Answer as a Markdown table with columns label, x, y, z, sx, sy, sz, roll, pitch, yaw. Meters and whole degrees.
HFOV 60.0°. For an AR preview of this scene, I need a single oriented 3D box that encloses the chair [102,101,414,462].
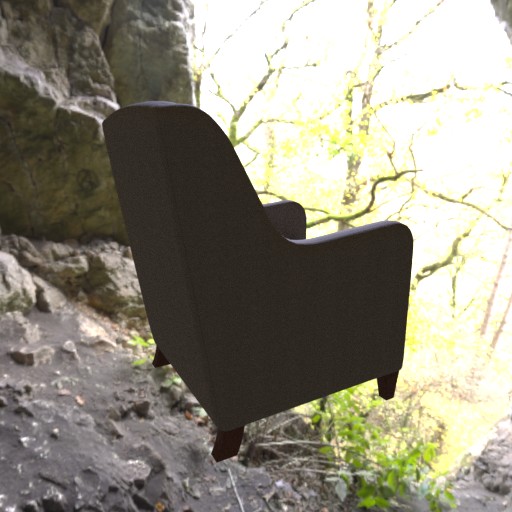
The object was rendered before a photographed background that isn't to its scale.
| label | x | y | z | sx | sy | sz | roll | pitch | yaw |
| --- | --- | --- | --- | --- | --- | --- | --- | --- | --- |
| chair | 0.000 | 0.000 | 1.604 | 0.890 | 1.017 | 0.715 | -8 | 16 | -27 |
